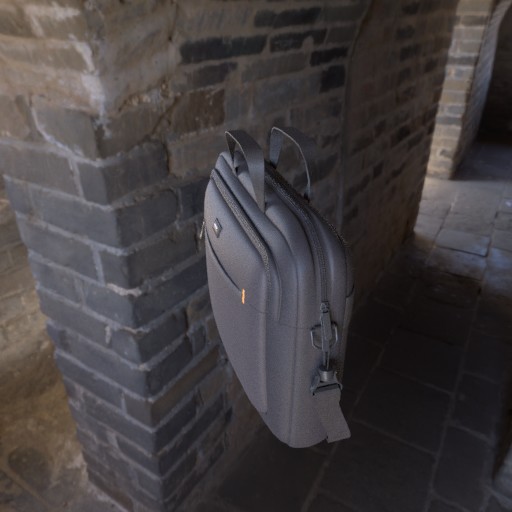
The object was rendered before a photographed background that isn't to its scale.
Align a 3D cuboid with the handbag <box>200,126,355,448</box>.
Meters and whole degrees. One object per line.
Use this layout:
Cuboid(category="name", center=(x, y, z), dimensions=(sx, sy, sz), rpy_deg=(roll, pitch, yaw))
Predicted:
Cuboid(category="handbag", center=(0.000, 0.000, 0.597), dimensions=(0.126, 0.330, 0.429), rpy_deg=(-8, 31, -14))
